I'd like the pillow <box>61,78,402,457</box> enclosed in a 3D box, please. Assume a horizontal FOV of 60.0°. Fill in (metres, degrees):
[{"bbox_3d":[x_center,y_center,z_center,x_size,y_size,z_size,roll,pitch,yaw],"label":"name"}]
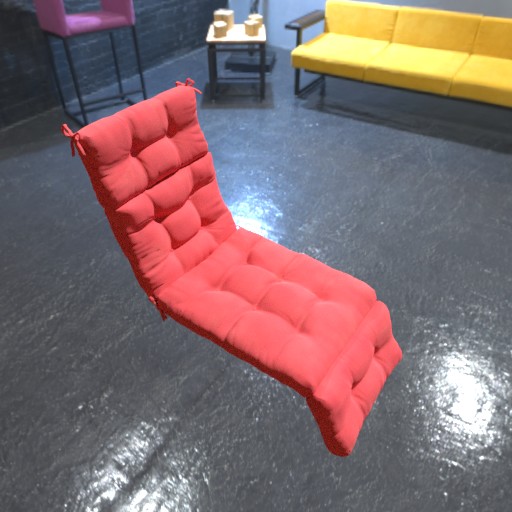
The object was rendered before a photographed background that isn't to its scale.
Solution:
[{"bbox_3d":[0.000,0.000,1.462,1.016,0.863,0.526,24,46,26],"label":"pillow"}]
